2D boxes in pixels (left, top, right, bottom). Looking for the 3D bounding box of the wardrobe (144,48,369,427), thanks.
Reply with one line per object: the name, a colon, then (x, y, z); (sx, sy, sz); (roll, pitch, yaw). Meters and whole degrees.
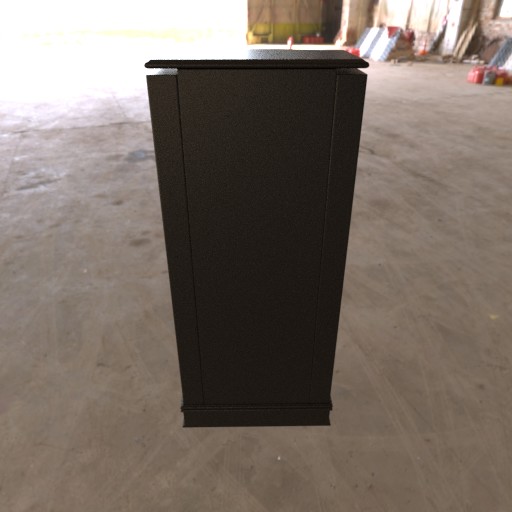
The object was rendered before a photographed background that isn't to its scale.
wardrobe: (0.000, 0.000, 1.208); (0.444, 1.011, 0.295); (0, 30, -1)
